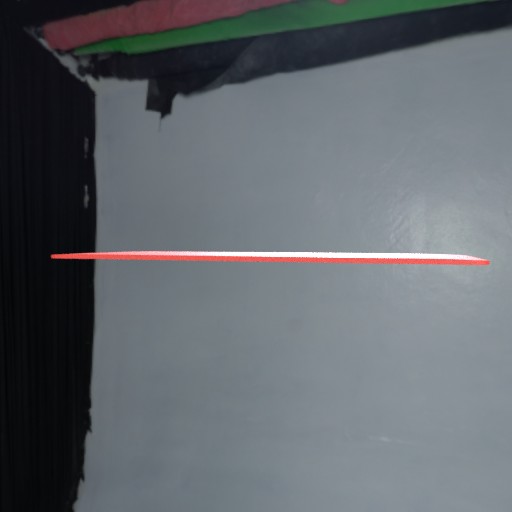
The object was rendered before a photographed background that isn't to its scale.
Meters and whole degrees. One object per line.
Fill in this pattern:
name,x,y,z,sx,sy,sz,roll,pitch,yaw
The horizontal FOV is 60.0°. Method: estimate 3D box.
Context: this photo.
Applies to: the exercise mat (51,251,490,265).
exercise mat,0.000,0.000,2.062,1.869,0.021,0.616,1,2,19
